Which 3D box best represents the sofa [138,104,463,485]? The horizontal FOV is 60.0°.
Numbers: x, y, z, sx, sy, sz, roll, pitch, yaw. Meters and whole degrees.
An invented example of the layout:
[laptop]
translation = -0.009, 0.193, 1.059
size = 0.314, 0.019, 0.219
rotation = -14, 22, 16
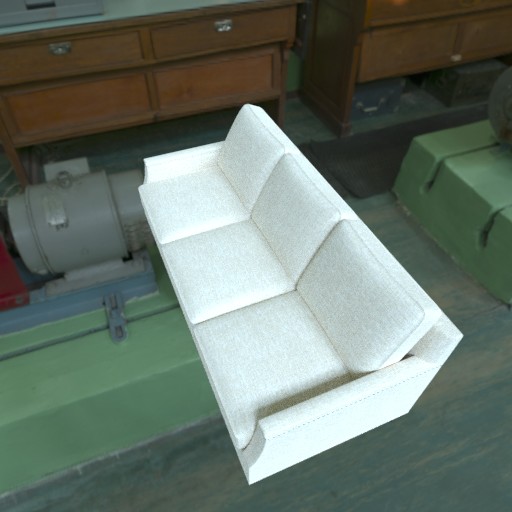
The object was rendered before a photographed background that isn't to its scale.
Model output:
[sofa]
translation = 0.000, 0.000, 2.743
size = 1.041, 0.940, 2.210
rotation = -17, 48, -16
